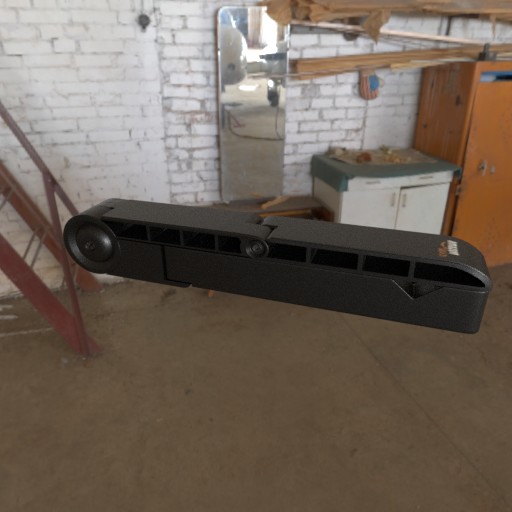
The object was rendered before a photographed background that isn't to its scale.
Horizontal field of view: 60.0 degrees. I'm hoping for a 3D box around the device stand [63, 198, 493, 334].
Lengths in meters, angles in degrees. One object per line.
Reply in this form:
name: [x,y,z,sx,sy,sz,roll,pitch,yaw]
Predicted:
device stand: [0.000,0.000,0.190,0.179,0.030,0.026,8,27,16]
